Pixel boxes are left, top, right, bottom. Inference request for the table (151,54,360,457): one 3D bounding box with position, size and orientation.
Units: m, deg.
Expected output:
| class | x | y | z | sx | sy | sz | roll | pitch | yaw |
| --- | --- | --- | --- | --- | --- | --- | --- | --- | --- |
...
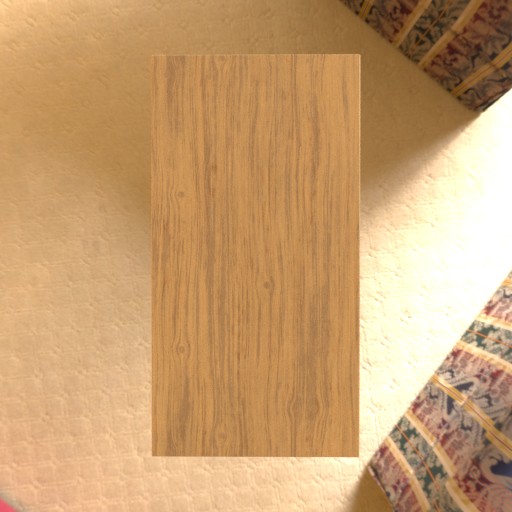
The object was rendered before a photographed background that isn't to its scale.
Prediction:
| class | x | y | z | sx | sy | sz | roll | pitch | yaw |
| --- | --- | --- | --- | --- | --- | --- | --- | --- | --- |
| table | 0.000 | 0.000 | 1.683 | 0.693 | 0.445 | 1.331 | 0 | 90 | 1 |
